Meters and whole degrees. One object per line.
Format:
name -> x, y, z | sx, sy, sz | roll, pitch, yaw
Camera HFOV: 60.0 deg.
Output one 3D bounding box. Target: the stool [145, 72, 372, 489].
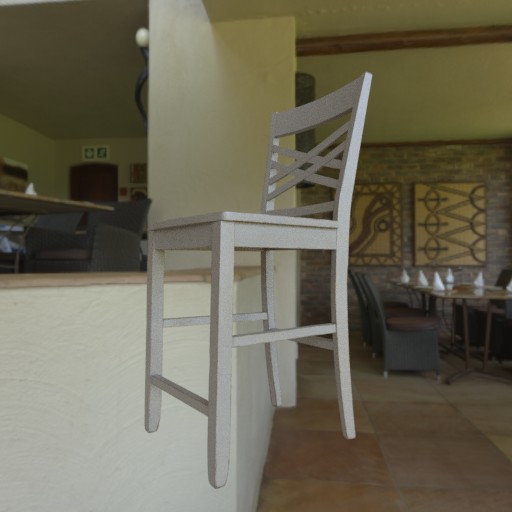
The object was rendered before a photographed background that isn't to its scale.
stool -> 0.000, 0.000, 1.339 | 0.539, 1.079, 0.462 | 0, -1, -35
